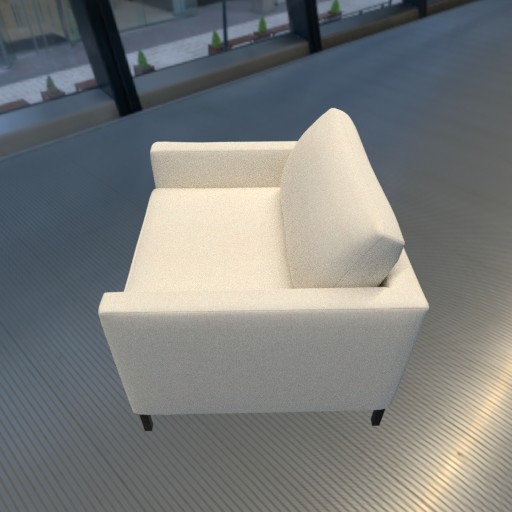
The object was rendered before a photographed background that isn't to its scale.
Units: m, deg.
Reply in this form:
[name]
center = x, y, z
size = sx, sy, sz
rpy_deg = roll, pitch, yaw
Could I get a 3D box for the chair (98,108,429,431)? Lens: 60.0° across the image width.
[chair]
center = 0.000, 0.000, 1.609
size = 0.875, 0.806, 0.964
rpy_deg = -1, 41, -1
